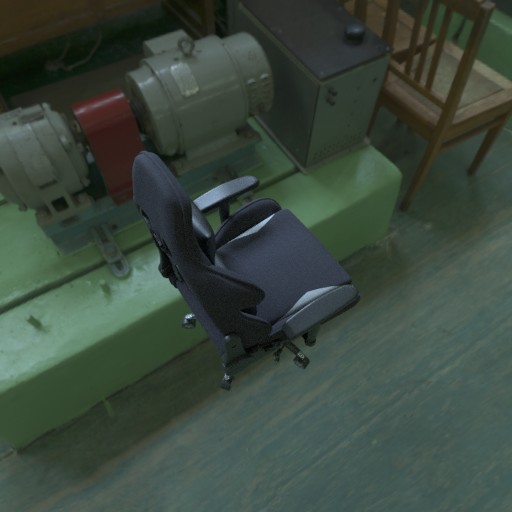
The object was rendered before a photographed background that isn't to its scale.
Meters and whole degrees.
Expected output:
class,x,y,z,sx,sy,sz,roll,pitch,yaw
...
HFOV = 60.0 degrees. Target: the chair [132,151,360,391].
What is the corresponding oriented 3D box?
class,x,y,z,sx,sy,sz,roll,pitch,yaw
chair,0.000,0.000,1.720,0.695,1.300,0.730,-30,62,-17
